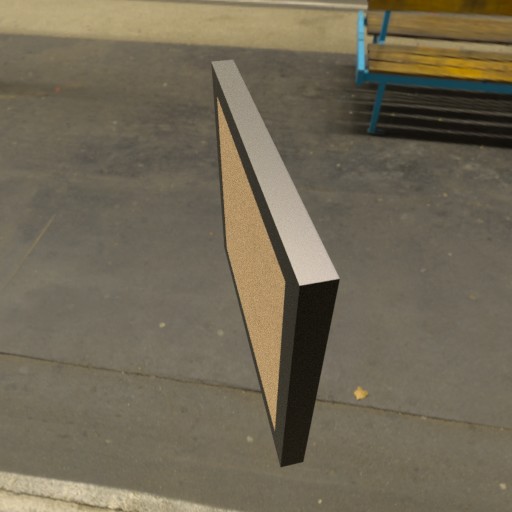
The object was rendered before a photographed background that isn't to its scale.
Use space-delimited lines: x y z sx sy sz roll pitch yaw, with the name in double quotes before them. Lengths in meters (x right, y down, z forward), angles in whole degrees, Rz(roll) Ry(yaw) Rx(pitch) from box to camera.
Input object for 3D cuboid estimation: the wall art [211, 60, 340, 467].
"wall art" 0.000 0.000 0.537 0.028 0.321 0.381 -9 46 -9
